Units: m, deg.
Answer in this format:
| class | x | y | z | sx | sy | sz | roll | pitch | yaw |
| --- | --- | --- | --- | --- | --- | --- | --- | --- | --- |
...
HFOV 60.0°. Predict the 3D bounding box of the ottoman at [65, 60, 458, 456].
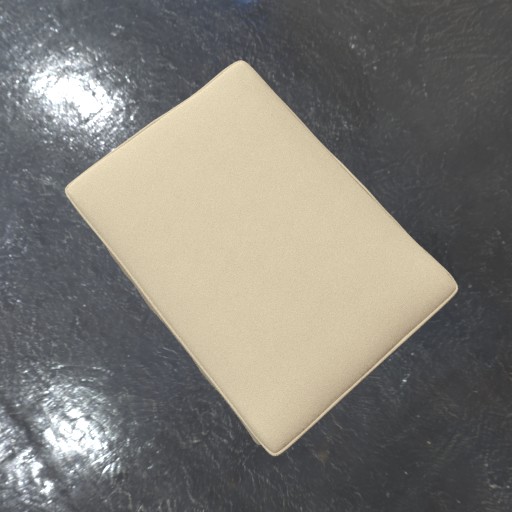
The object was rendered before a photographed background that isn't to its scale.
| class | x | y | z | sx | sy | sz | roll | pitch | yaw |
| --- | --- | --- | --- | --- | --- | --- | --- | --- | --- |
| ottoman | 0.000 | 0.000 | 1.356 | 0.721 | 0.482 | 0.959 | -39 | 79 | -9 |
